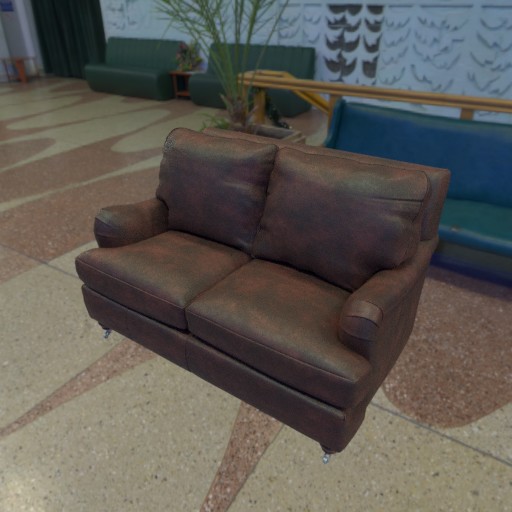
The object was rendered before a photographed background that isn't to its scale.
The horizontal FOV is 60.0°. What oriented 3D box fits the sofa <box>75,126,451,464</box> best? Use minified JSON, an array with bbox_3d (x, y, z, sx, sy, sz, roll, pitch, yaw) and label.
[{"bbox_3d":[0.000,0.000,2.315,1.628,1.070,1.148,19,35,29],"label":"sofa"}]
